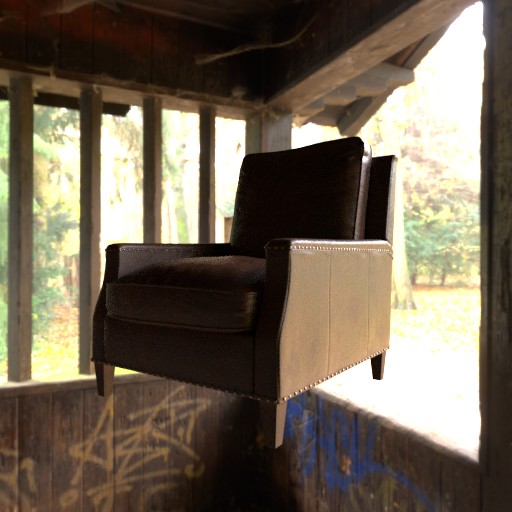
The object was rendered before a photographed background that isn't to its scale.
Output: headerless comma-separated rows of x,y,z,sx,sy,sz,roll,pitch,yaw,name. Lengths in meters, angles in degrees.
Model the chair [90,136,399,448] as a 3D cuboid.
0.000,0.000,1.823,0.854,1.054,1.035,0,0,36,chair
